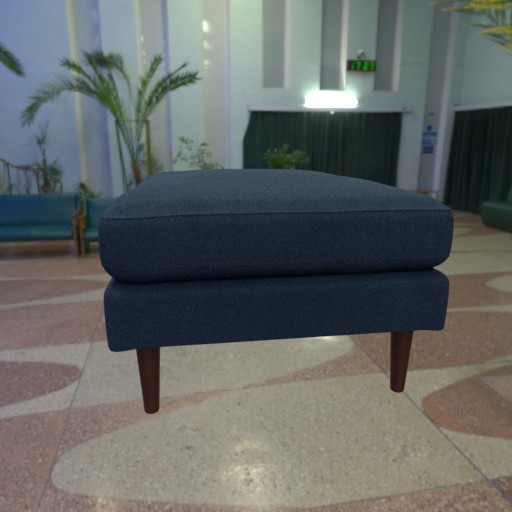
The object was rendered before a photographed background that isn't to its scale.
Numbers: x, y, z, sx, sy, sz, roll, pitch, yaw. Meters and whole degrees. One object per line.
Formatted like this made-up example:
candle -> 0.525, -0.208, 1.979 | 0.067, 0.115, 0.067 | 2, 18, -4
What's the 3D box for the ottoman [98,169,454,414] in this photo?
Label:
ottoman -> 0.000, 0.000, 1.246 | 0.693, 0.474, 0.821 | -2, 14, -8
